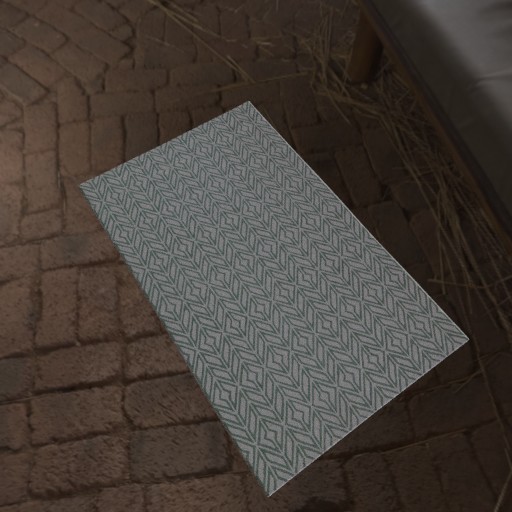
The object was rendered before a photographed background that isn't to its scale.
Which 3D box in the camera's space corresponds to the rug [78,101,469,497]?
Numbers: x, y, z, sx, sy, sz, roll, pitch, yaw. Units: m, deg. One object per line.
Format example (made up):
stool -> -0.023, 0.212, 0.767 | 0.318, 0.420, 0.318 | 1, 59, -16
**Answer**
rug -> 0.000, 0.000, 2.993 | 1.517, 0.011, 2.435 | -31, 67, -15
